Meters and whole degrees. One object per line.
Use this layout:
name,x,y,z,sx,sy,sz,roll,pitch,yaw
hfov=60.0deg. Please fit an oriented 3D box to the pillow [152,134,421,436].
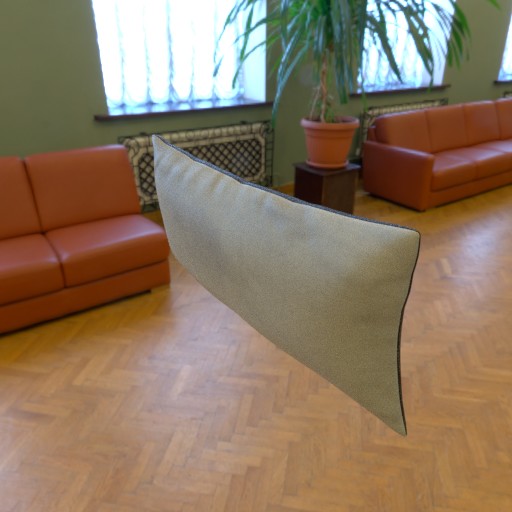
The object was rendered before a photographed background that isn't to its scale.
pillow,0.000,0.000,0.722,0.156,0.305,0.608,-18,31,-32
